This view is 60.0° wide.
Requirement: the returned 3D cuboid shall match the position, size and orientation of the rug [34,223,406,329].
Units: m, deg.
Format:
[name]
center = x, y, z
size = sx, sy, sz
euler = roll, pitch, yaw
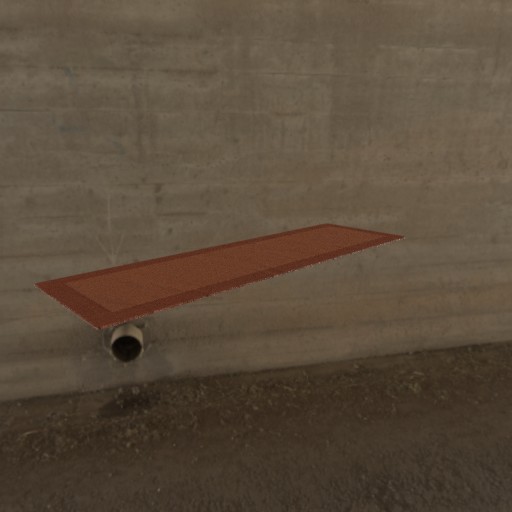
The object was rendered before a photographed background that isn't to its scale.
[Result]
[rug]
center = 0.000, 0.000, 2.811
size = 0.914, 0.013, 2.471
euler = 13, 20, 41
